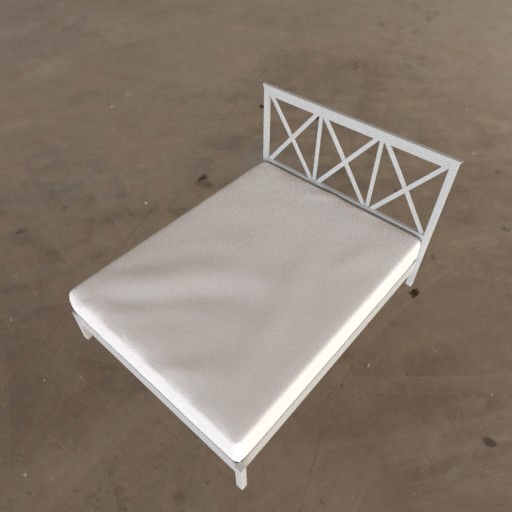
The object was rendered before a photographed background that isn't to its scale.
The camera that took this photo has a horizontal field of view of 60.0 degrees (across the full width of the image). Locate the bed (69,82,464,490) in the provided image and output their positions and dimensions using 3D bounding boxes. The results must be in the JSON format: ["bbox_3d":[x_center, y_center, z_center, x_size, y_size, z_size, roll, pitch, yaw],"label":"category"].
[{"bbox_3d":[0.000,0.000,3.126,1.673,1.253,2.135,33,55,27],"label":"bed"}]
